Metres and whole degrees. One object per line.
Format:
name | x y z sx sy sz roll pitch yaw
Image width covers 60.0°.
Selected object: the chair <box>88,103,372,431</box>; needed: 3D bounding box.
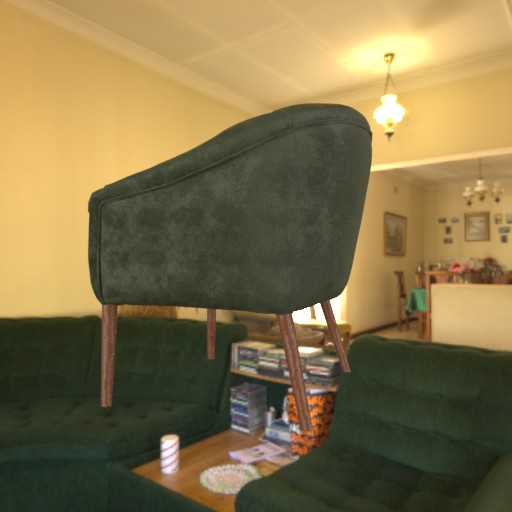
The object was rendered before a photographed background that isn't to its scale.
chair | 0.000 0.000 1.511 0.776 0.885 0.851 0 -1 20
